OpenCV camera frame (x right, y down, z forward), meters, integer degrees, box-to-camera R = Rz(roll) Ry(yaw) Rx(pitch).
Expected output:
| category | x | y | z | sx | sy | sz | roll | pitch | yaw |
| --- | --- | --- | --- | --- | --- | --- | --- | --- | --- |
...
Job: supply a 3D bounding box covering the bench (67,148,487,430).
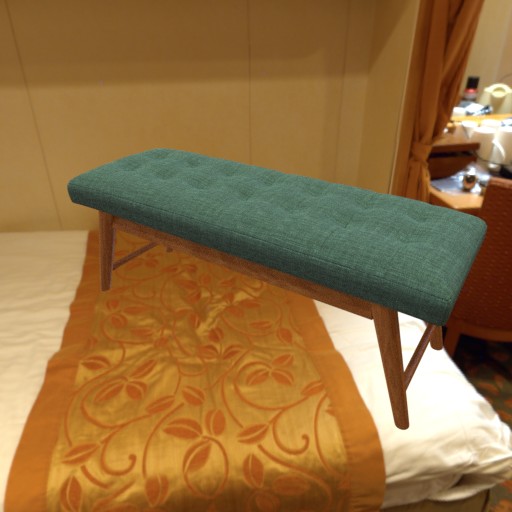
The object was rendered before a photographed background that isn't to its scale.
| category | x | y | z | sx | sy | sz | roll | pitch | yaw |
| --- | --- | --- | --- | --- | --- | --- | --- | --- | --- |
| bench | 0.000 | 0.000 | 1.304 | 1.118 | 0.432 | 0.406 | 18 | 35 | 28 |
